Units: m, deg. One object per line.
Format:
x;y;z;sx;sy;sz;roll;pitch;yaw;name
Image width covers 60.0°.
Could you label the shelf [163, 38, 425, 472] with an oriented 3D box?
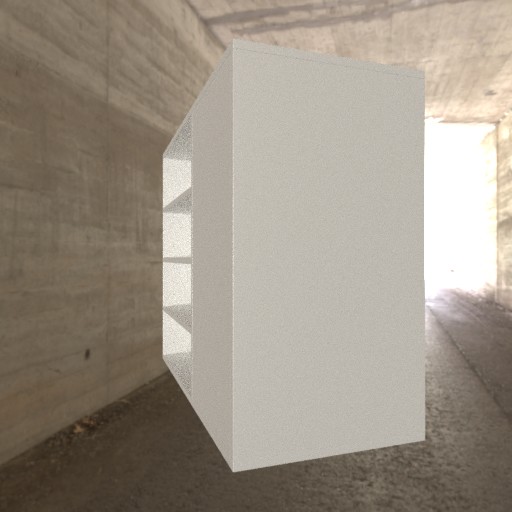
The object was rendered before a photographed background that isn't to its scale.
0.000;0.000;1.234;0.396;0.732;0.895;0;0;-19;shelf
